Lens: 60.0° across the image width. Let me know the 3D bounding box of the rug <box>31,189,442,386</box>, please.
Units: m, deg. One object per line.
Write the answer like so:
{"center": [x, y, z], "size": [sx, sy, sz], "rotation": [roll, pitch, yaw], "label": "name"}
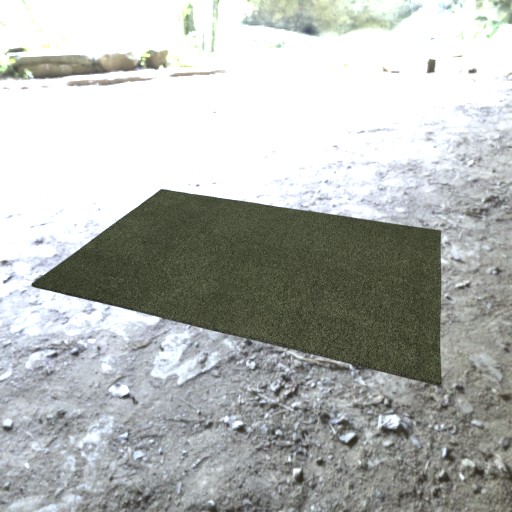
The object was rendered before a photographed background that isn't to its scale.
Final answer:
{"center": [0.000, 0.000, 3.431], "size": [2.699, 0.026, 1.802], "rotation": [10, 33, 17], "label": "rug"}
